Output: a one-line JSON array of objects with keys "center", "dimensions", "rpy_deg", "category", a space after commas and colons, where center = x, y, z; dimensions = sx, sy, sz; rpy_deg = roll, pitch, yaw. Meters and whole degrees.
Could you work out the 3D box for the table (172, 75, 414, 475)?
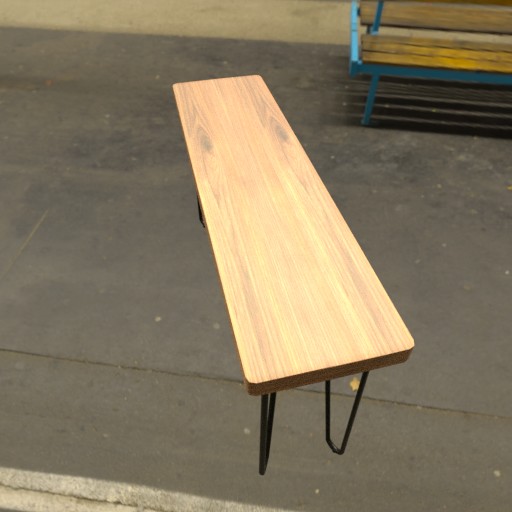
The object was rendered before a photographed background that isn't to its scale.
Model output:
[{"center": [0.000, 0.000, 1.863], "dimensions": [0.425, 0.834, 1.570], "rpy_deg": [-10, 47, -10], "category": "table"}]
